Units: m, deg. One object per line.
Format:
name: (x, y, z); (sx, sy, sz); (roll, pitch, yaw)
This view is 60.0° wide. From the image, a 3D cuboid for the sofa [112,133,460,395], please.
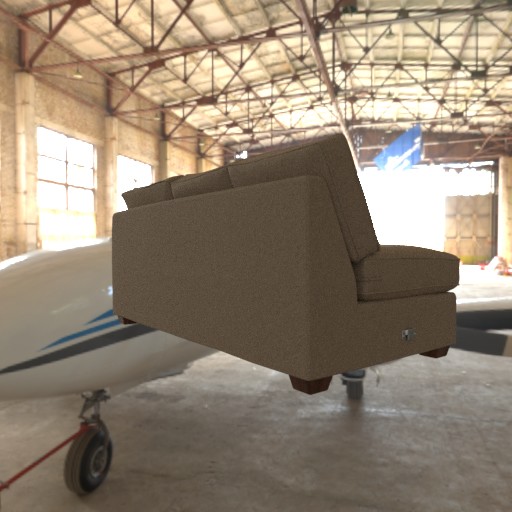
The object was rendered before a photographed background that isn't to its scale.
sofa: (0.000, 0.000, 2.582); (1.034, 0.946, 1.963); (-1, 2, -37)
